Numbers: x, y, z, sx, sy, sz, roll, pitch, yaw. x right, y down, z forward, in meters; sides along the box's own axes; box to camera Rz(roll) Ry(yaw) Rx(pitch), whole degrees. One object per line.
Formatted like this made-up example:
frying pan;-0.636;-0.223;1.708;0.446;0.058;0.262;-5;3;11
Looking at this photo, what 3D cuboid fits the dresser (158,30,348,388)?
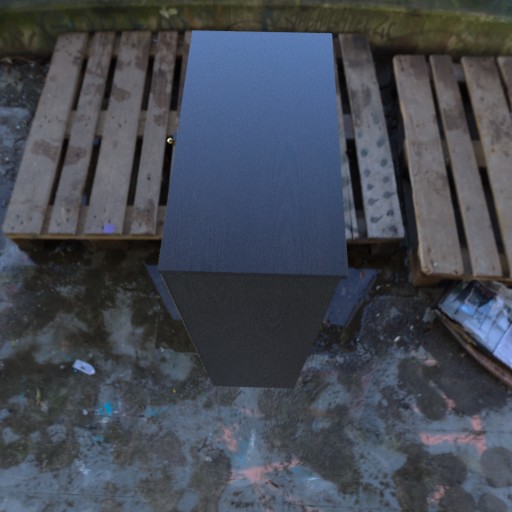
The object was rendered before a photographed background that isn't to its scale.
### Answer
dresser;0.000;0.000;1.580;0.418;1.254;0.704;2;63;1
